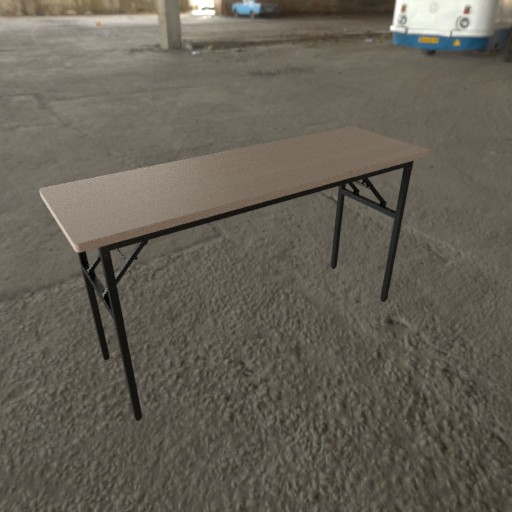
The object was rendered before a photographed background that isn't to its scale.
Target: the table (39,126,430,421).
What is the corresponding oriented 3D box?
[{"bbox_3d":[0.000,0.000,1.802,1.397,0.750,0.447,-19,36,-28],"label":"table"}]
